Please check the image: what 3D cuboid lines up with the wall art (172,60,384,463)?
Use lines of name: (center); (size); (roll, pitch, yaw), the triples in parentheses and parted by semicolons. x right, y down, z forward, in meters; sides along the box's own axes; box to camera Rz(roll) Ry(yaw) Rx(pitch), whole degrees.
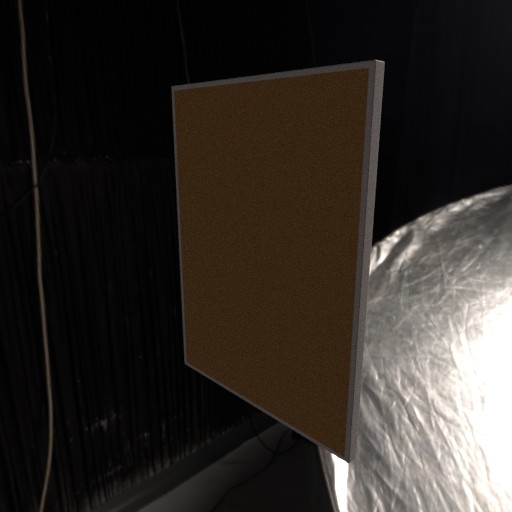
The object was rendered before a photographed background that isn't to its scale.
wall art: (0.000, 0.000, 1.615); (0.046, 1.221, 0.914); (-15, 21, -42)
